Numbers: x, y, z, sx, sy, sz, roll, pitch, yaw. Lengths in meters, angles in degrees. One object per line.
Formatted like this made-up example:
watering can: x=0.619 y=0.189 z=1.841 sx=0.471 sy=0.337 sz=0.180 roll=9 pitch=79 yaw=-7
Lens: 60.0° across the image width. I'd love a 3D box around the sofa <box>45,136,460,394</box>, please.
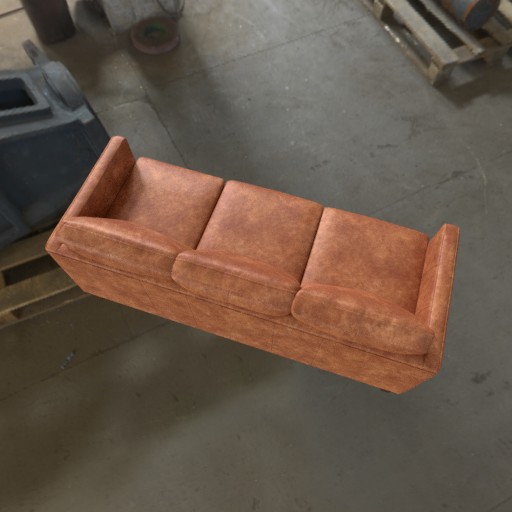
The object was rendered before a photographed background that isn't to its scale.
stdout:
sofa: x=0.000 y=0.000 z=3.072 sx=2.464 sy=1.006 sz=1.045 roll=16 pitch=64 yaw=8
